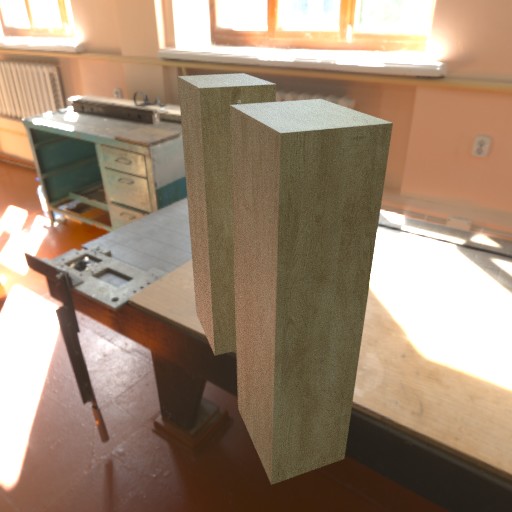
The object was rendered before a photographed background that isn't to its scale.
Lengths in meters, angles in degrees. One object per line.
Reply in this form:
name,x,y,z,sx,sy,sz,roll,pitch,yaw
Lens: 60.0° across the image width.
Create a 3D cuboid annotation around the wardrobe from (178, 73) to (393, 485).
wardrobe,0.000,0.000,2.870,0.480,2.000,1.770,-10,30,-18
